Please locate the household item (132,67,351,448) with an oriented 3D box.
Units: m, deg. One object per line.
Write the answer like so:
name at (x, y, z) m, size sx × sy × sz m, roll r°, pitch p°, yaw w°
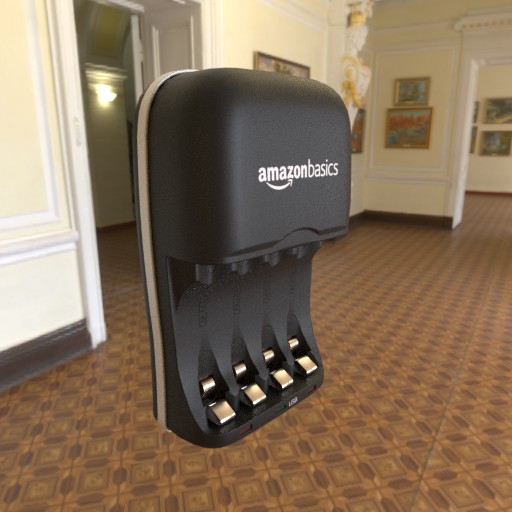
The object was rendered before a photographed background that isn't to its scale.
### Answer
household item at (0.000, 0.000, 0.147) m, size 0.038 × 0.114 × 0.070 m, roll 14°, pitch 20°, yaw 43°
